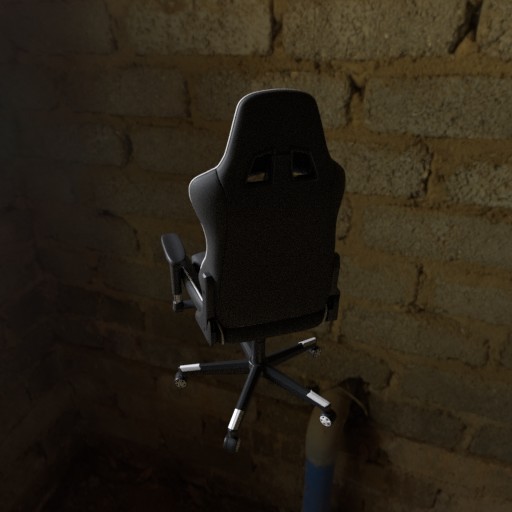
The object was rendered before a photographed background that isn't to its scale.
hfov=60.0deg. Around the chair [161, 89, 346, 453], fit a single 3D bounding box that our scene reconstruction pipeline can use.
[{"bbox_3d":[0.000,0.000,1.682,0.700,1.240,0.700,-9,29,-16],"label":"chair"}]
